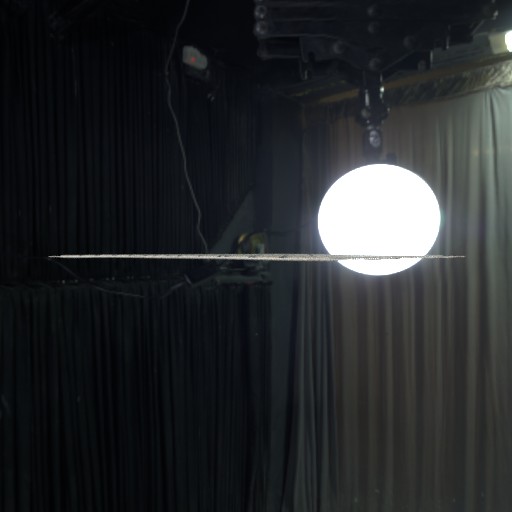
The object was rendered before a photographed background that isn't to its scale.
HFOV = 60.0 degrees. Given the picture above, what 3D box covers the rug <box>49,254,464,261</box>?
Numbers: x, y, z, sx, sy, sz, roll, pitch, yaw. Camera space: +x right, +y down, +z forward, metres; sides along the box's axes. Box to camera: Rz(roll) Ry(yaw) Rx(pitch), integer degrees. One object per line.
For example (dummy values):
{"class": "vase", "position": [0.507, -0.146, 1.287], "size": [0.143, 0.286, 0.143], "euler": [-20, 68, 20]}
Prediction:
{"class": "rug", "position": [0.000, 0.000, 4.239], "size": [3.213, 0.030, 2.388], "euler": [0, 1, 37]}
